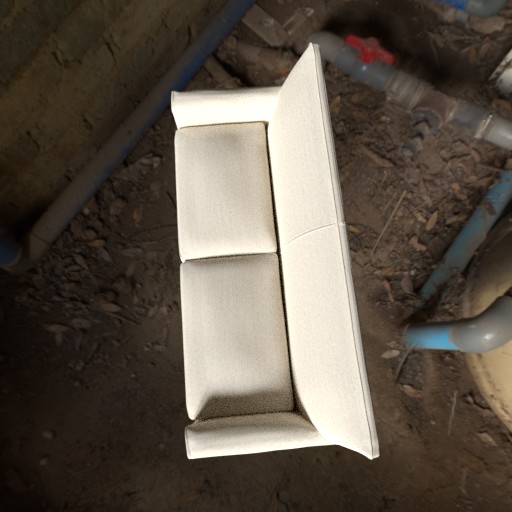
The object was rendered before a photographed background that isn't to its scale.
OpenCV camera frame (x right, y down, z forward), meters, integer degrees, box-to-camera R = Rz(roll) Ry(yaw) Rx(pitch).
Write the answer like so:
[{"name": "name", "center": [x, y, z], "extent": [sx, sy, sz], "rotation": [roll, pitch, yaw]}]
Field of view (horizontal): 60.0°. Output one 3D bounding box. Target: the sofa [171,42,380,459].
[{"name": "sofa", "center": [0.000, 0.000, 2.452], "extent": [0.841, 0.907, 2.001], "rotation": [-5, 75, -1]}]
